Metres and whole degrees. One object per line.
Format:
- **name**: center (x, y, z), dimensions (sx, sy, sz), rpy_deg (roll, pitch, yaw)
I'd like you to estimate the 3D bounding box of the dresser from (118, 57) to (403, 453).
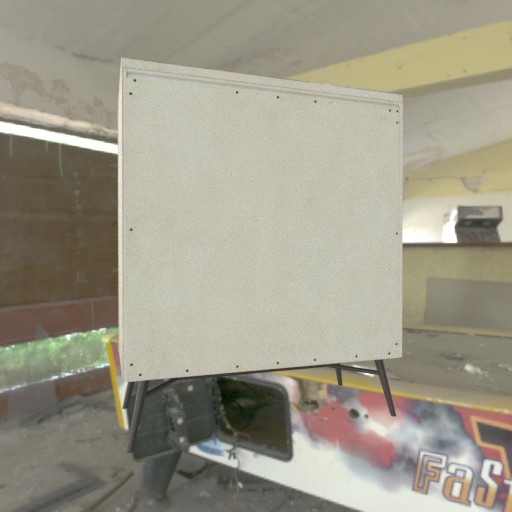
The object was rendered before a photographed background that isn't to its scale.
- **dresser**: center (0.000, 0.000, 1.727), dimensions (1.016, 1.219, 0.457), rpy_deg (0, 1, -18)
